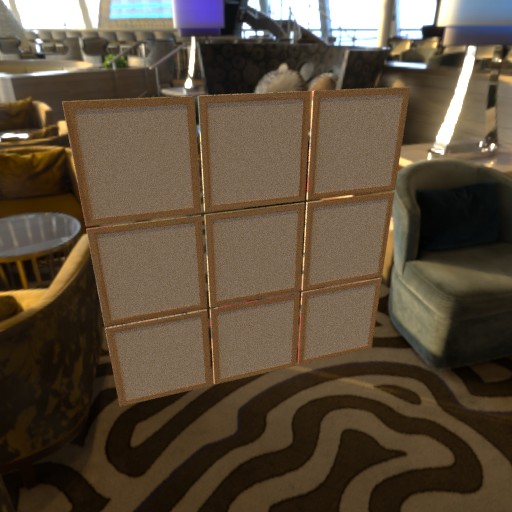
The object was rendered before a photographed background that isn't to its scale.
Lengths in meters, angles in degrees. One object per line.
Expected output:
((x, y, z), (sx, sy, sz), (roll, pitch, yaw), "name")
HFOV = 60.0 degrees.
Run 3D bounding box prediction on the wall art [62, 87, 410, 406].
((0.000, 0.000, 2.212), (1.519, 1.534, 0.013), (-9, 28, -16), "wall art")
